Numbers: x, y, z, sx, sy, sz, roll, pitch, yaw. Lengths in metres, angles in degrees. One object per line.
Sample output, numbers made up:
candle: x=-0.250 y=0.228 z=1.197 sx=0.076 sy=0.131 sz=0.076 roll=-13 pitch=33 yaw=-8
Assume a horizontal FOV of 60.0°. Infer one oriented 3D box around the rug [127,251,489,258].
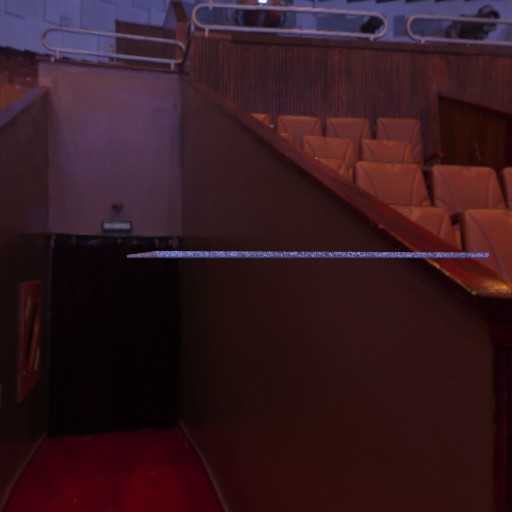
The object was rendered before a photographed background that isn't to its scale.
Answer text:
rug: x=0.000 y=0.000 z=3.421 sx=1.802 sy=0.026 sz=2.699 roll=0 pitch=0 yaw=-19
